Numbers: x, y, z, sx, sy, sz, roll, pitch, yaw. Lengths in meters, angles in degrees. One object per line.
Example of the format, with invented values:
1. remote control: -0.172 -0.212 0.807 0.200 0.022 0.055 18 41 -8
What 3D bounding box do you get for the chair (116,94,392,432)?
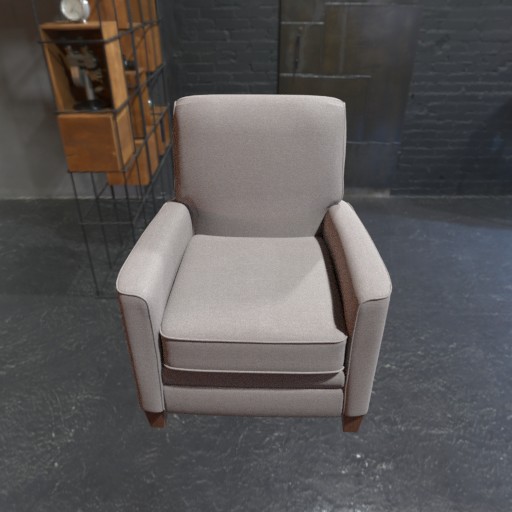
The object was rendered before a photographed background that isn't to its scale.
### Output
1. chair: 0.000 0.000 1.669 0.845 1.023 0.859 1 31 1
